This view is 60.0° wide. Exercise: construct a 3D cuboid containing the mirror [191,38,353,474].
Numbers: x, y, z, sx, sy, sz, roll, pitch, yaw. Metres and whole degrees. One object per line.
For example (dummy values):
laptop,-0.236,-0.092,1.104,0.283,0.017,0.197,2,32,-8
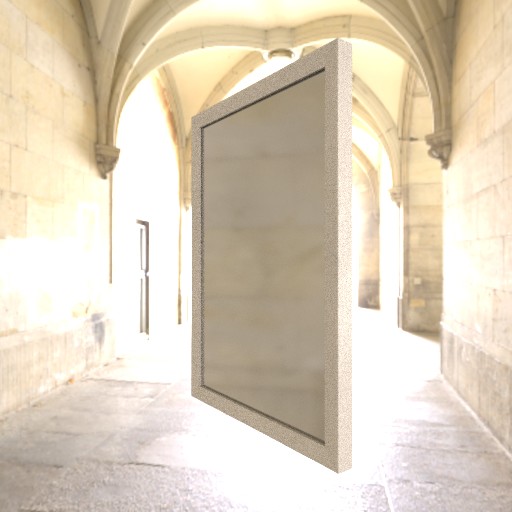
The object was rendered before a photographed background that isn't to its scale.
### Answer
mirror,0.000,0.000,0.937,0.040,0.710,0.507,0,0,-36
